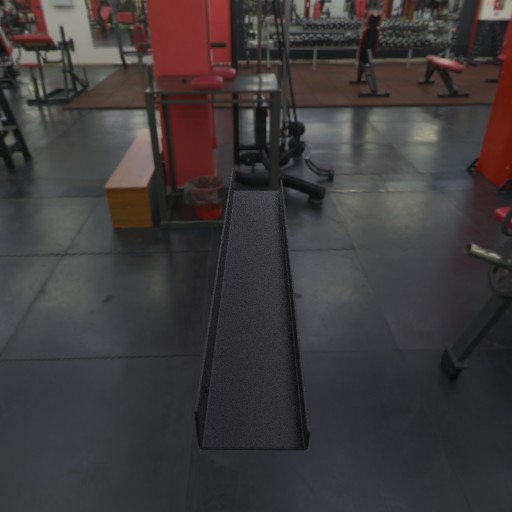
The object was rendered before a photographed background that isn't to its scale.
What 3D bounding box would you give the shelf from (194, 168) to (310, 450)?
[{"bbox_3d":[0.000,0.000,0.652,0.102,0.053,0.605,0,31,0],"label":"shelf"}]
